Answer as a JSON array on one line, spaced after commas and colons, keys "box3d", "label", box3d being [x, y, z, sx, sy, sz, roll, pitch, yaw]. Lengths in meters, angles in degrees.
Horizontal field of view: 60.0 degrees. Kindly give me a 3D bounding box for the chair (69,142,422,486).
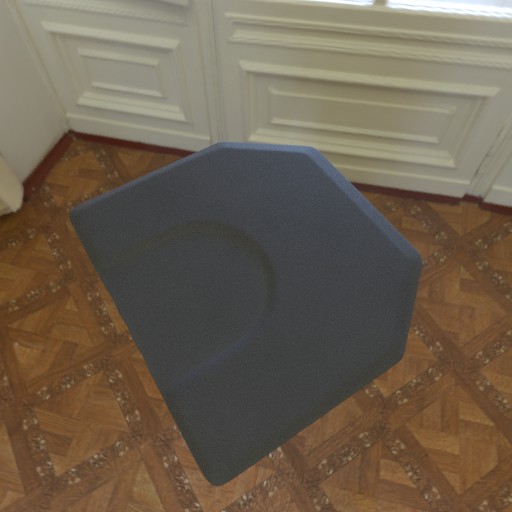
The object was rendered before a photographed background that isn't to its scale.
[{"box3d": [0.000, 0.000, 1.915, 1.219, 0.024, 1.372, -29, 63, -17], "label": "chair"}]
